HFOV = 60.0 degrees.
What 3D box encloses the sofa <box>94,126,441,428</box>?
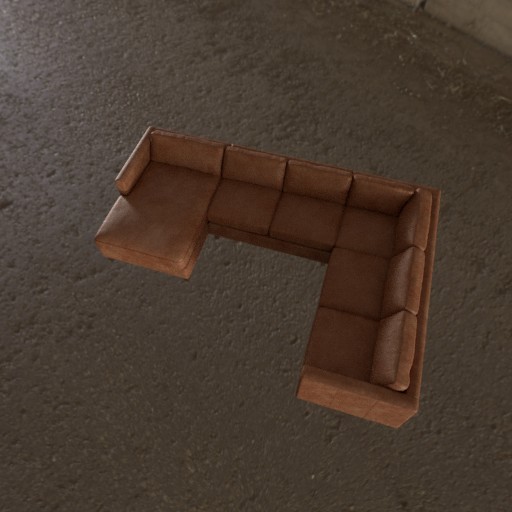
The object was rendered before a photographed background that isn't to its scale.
[{"bbox_3d":[0.000,0.000,4.623,3.401,0.832,2.430,14,58,9],"label":"sofa"}]
